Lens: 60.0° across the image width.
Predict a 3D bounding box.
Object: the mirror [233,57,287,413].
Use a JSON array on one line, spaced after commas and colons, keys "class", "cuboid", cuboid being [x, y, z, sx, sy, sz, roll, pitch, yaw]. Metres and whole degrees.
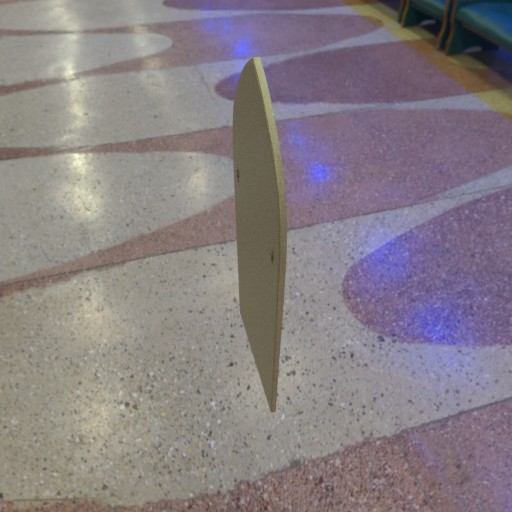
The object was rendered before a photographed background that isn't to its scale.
[{"class": "mirror", "cuboid": [0.000, 0.000, 1.325, 0.025, 1.175, 0.464, -11, 48, -11]}]
